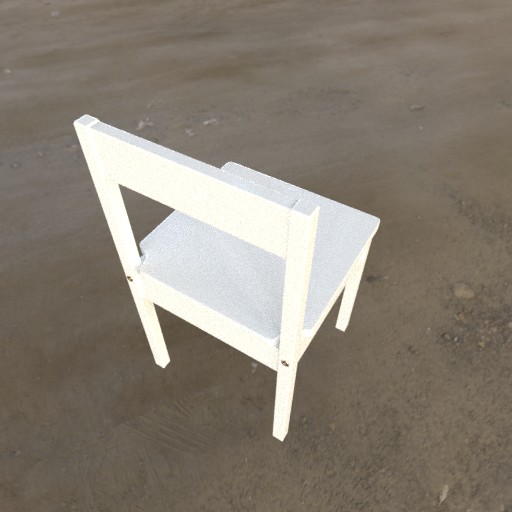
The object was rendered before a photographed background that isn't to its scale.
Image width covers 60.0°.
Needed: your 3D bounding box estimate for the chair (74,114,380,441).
[{"bbox_3d":[0.000,0.000,0.879,0.367,0.668,0.361,25,53,21],"label":"chair"}]
